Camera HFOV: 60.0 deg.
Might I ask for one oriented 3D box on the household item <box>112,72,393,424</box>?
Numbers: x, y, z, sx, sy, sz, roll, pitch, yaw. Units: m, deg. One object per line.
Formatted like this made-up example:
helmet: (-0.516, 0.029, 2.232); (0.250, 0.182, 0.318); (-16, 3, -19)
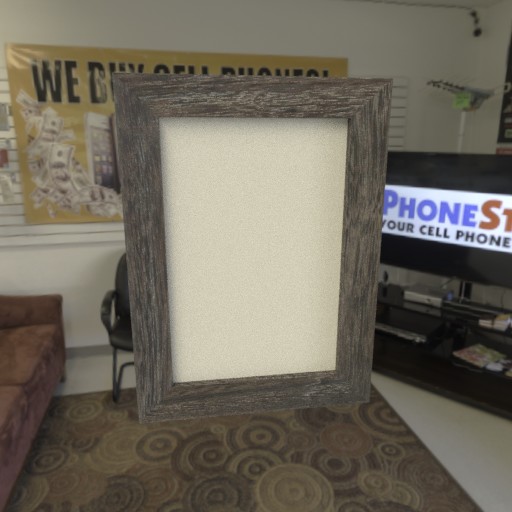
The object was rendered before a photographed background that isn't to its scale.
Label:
household item: (0.000, 0.000, 0.240); (0.133, 0.180, 0.020); (-2, 15, -9)
